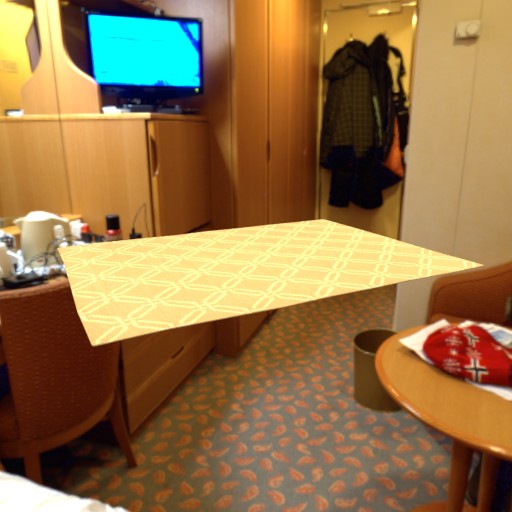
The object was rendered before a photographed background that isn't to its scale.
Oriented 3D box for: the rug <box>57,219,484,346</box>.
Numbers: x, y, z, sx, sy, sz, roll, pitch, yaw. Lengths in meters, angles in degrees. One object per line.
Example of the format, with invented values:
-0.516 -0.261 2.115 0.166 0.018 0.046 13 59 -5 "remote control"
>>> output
0.000 0.000 4.257 3.365 0.020 2.452 -8 18 -26 "rug"
